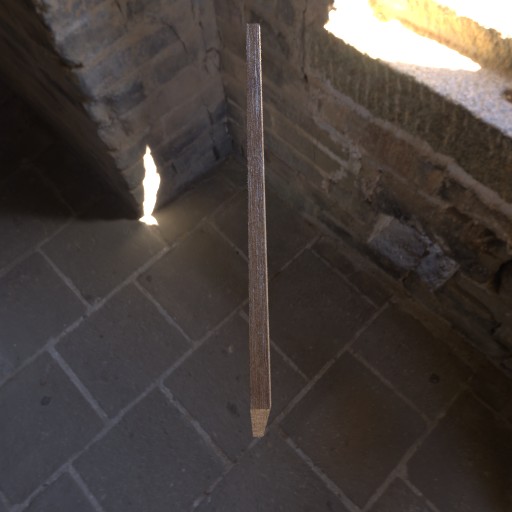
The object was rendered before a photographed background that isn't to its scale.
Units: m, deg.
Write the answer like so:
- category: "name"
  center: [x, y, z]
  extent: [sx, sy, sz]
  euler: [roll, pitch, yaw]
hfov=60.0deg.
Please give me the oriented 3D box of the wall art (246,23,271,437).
- category: "wall art"
  center: [0.000, 0.000, 0.953]
  extent: [0.026, 0.588, 0.690]
  euler: [-1, 65, 0]
